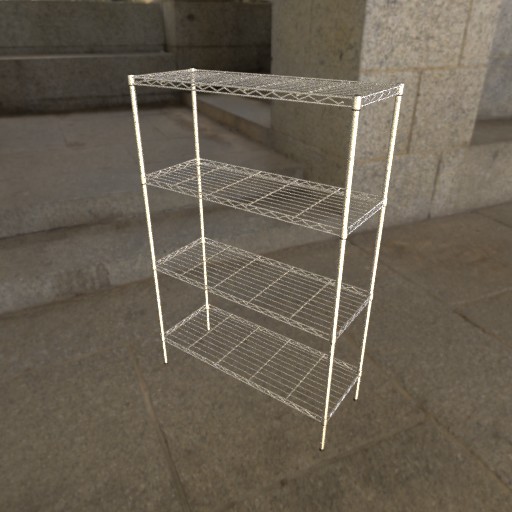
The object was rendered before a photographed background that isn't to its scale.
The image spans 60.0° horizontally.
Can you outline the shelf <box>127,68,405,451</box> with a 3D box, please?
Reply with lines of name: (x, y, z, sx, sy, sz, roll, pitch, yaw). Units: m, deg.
shelf: (0.000, 0.000, 1.818, 0.907, 1.360, 0.352, 18, 33, 31)
